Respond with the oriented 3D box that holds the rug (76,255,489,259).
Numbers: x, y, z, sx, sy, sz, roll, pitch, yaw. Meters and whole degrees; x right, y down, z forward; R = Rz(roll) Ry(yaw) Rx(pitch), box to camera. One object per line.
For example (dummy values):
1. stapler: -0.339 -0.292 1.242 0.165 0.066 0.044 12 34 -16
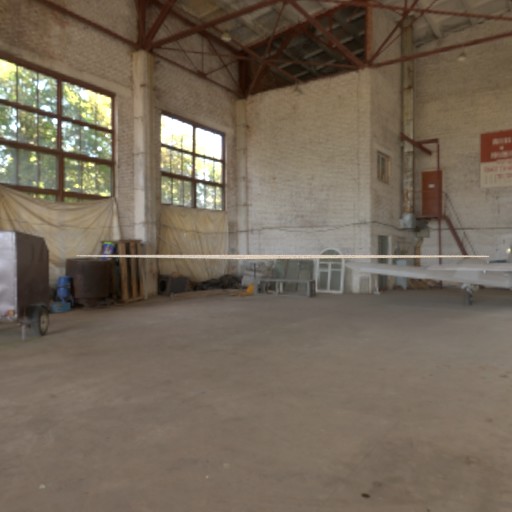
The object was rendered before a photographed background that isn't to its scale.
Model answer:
1. rug: 0.000 0.000 3.991 2.363 0.012 2.980 0 0 -36
